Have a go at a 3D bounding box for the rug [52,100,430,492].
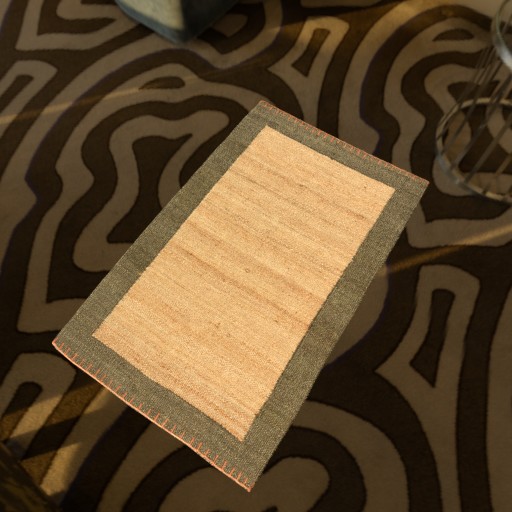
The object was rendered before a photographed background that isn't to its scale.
[{"bbox_3d":[0.000,0.000,3.012,1.521,0.006,2.435,31,68,14],"label":"rug"}]
